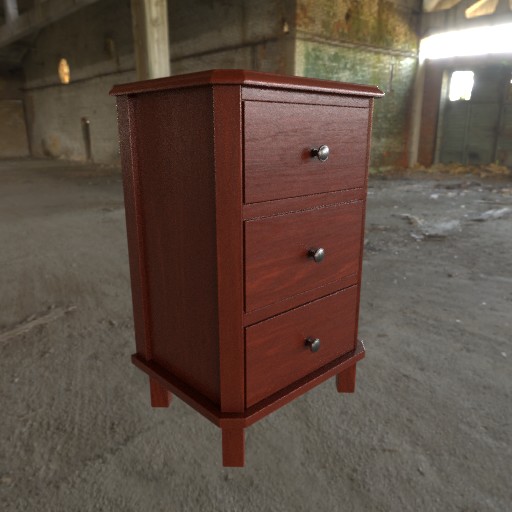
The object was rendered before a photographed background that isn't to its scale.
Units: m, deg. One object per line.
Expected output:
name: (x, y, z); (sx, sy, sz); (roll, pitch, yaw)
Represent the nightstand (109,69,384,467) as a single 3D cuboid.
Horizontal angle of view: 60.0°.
nightstand: (0.000, 0.000, 0.946); (0.435, 0.681, 0.351); (-14, 21, -41)
